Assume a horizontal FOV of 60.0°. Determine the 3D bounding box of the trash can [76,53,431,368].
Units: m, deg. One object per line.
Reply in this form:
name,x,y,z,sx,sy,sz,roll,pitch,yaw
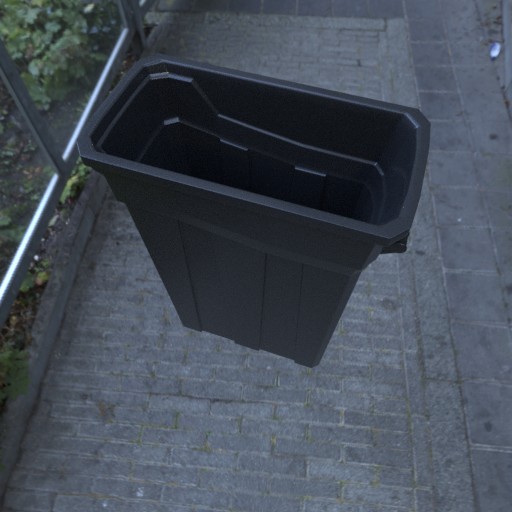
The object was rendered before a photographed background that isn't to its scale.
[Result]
trash can,0.000,0.000,1.041,0.559,0.762,0.281,16,59,10
